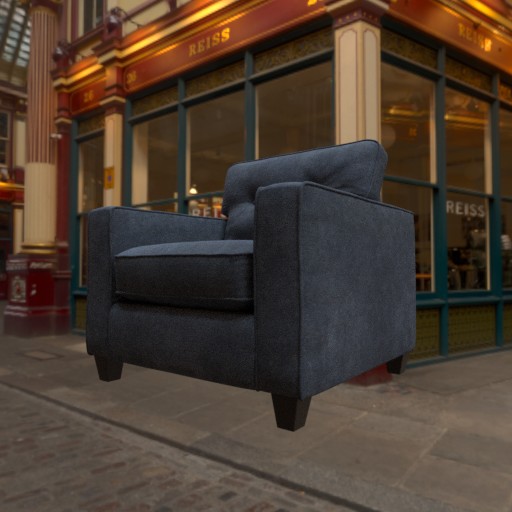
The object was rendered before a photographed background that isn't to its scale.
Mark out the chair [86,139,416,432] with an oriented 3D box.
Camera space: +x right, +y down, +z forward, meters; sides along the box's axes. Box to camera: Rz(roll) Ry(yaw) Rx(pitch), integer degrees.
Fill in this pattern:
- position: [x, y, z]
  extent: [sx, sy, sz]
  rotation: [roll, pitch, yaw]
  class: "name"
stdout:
- position: [0.000, 0.000, 1.793]
  extent: [1.015, 0.965, 0.939]
  rotation: [-1, -1, 37]
  class: "chair"
